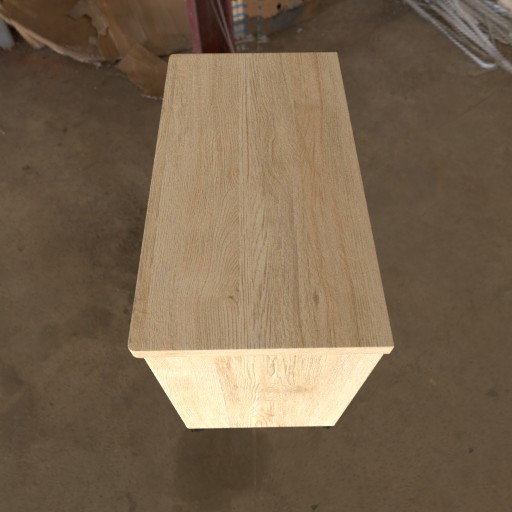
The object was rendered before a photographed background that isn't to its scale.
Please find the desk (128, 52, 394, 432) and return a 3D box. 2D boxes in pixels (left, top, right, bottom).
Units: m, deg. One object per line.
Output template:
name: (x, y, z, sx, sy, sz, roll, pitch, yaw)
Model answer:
desk: (0.000, 0.000, 1.353, 0.480, 0.770, 0.885, -1, 58, -1)
